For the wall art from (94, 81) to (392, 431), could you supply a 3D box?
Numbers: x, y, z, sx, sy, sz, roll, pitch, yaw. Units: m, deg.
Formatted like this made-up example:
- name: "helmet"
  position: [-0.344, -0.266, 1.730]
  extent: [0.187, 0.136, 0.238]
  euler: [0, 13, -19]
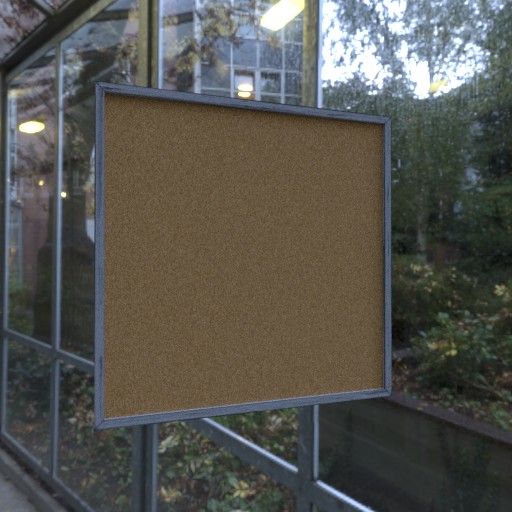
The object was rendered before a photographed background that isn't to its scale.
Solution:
- name: "wall art"
  position: [0.000, 0.000, 0.739]
  extent: [0.506, 0.506, 0.038]
  euler: [0, 0, -19]
